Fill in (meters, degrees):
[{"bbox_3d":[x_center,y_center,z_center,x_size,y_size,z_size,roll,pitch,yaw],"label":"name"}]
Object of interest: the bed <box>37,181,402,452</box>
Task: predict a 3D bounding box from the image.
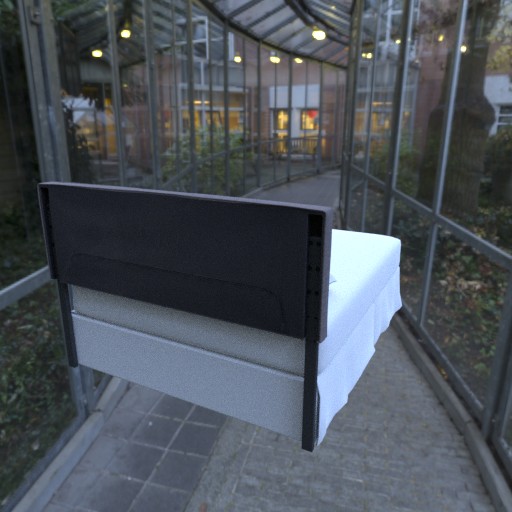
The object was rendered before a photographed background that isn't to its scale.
[{"bbox_3d":[0.000,0.000,2.888,1.610,1.089,1.894,9,19,27],"label":"bed"}]
